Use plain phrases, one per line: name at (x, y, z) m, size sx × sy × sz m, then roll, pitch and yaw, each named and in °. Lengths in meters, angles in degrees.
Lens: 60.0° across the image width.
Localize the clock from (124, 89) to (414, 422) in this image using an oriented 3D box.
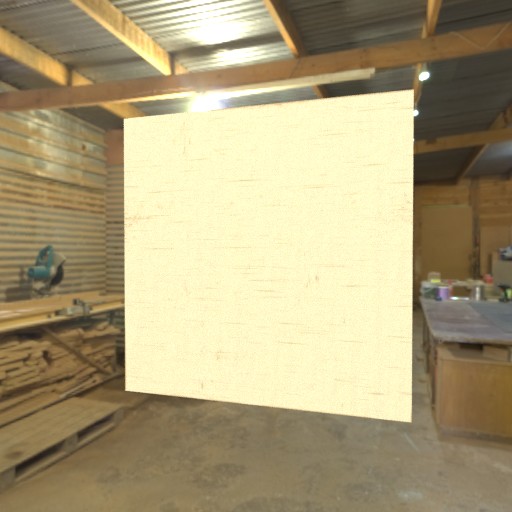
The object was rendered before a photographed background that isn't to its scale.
clock at (0.000, 0.000, 1.058) m, size 0.705 × 0.705 × 0.032 m, roll 0°, pitch 1°, yaw 18°
